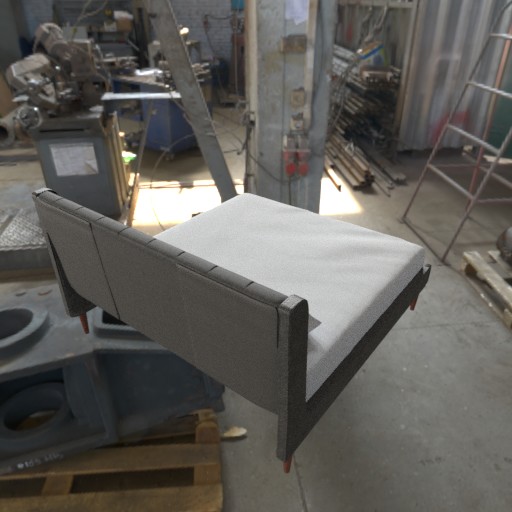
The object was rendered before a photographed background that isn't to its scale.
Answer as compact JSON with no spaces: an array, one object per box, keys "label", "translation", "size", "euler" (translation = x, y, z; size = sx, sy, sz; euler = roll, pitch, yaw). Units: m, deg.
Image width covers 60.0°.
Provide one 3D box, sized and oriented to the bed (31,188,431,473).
[{"label":"bed","translation":[0.000,0.000,3.151],"size":[1.903,1.158,2.031],"euler":[22,37,32]}]
